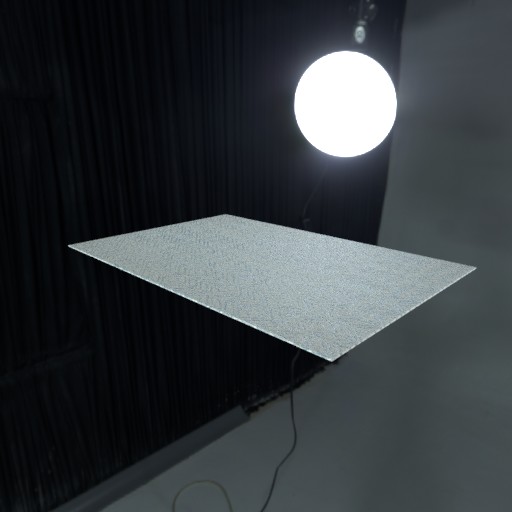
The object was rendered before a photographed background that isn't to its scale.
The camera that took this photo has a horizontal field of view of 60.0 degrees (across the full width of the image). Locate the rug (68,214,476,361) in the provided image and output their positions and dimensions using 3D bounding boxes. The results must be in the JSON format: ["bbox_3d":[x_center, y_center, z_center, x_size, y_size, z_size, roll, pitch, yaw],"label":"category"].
[{"bbox_3d":[0.000,0.000,2.359,1.824,0.008,1.220,16,23,42],"label":"rug"}]
